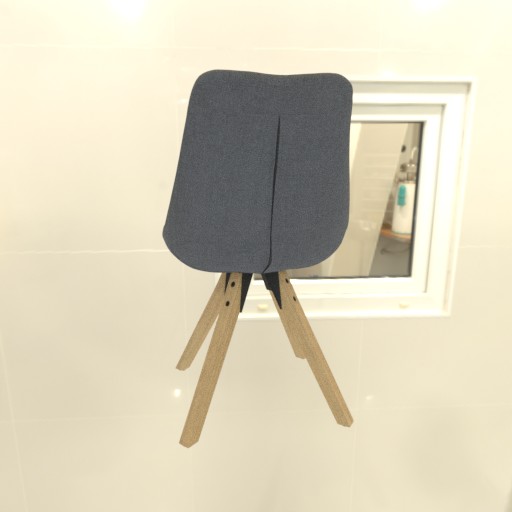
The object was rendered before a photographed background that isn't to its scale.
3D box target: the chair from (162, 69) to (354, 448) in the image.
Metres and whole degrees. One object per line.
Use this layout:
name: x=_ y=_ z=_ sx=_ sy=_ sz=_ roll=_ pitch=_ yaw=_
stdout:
chair: x=0.000 y=0.000 z=1.185 sx=0.485 sy=0.850 sz=0.550 roll=-3 pitch=15 yaw=-11
